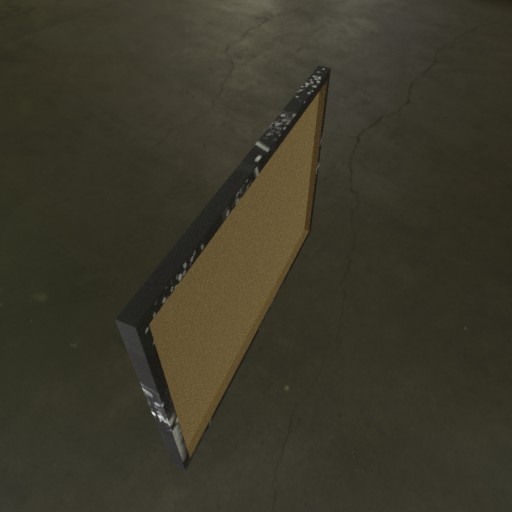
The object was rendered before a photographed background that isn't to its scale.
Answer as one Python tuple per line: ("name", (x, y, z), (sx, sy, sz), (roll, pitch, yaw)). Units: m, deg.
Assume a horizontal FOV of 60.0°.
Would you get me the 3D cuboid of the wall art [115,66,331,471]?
("wall art", (0.000, 0.000, 1.135), (0.038, 0.609, 0.914), (18, 49, 16))
